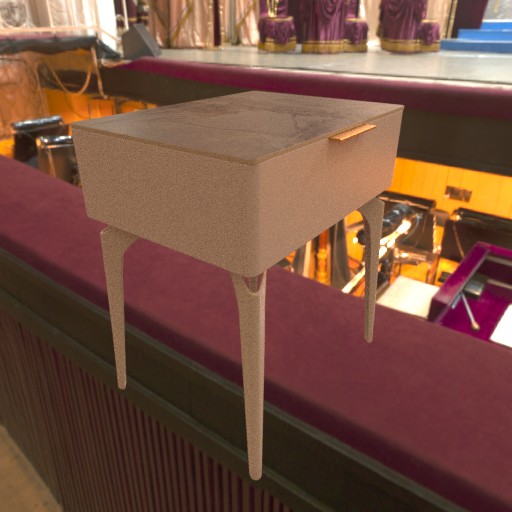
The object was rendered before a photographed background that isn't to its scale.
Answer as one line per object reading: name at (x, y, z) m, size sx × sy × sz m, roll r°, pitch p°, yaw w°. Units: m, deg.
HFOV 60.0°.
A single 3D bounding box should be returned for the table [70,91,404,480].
table at (0.000, 0.000, 0.919) m, size 0.400 × 0.570 × 0.500 m, roll 19°, pitch 33°, yaw 32°
